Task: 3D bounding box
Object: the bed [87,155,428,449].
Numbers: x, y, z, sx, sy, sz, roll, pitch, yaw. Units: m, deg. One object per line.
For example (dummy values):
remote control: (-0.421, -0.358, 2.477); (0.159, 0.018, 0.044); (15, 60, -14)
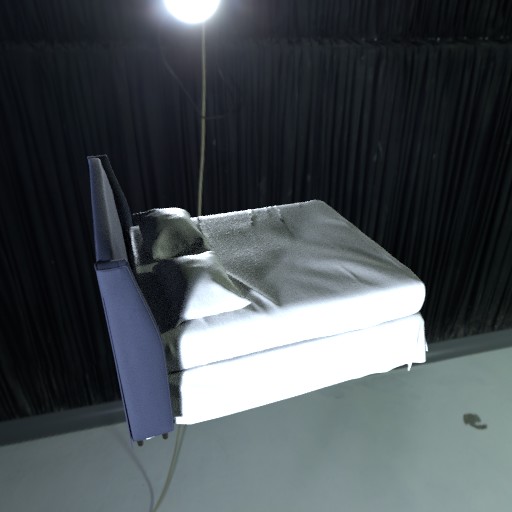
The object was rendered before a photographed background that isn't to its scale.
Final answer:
bed: (0.000, 0.000, 3.483); (2.276, 1.332, 1.925); (-10, 31, -17)
